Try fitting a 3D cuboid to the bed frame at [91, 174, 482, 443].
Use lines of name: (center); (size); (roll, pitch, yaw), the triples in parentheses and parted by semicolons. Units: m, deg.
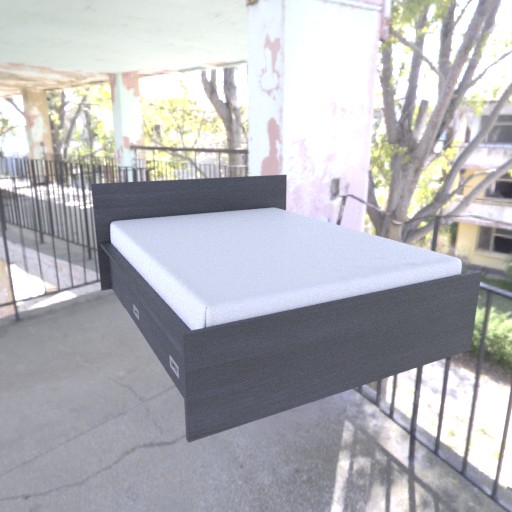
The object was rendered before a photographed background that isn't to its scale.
bed frame: (0.000, 0.000, 2.789); (1.622, 0.800, 1.960); (-8, 17, -27)
